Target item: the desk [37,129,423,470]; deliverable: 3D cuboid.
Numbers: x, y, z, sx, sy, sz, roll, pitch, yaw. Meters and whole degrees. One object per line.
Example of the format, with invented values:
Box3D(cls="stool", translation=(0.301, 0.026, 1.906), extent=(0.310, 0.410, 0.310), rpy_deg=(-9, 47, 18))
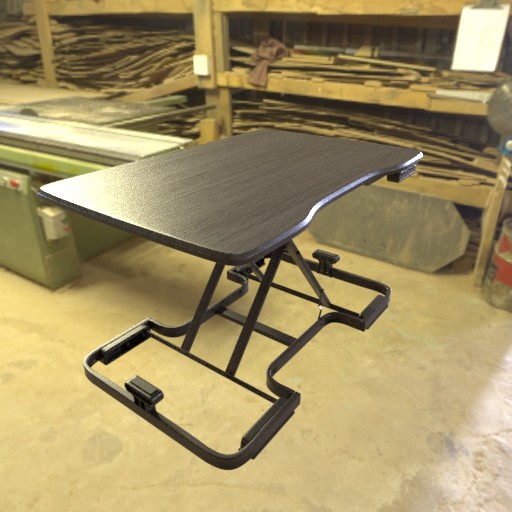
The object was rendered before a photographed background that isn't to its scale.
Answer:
Box3D(cls="desk", translation=(0.000, 0.000, 1.144), extent=(0.546, 0.470, 0.820), rpy_deg=(18, 32, 32))
